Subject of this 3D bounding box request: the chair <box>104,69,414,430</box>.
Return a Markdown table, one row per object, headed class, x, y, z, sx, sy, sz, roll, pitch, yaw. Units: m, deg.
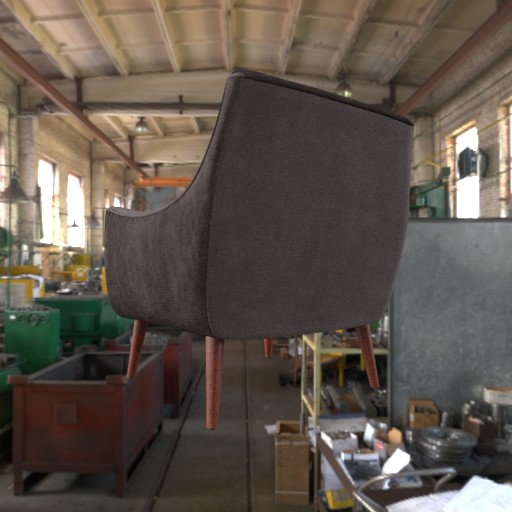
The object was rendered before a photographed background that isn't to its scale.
| class | x | y | z | sx | sy | sz | roll | pitch | yaw |
| --- | --- | --- | --- | --- | --- | --- | --- | --- | --- |
| chair | 0.000 | 0.000 | 1.426 | 0.762 | 0.838 | 0.787 | 1 | -1 | -35 |
